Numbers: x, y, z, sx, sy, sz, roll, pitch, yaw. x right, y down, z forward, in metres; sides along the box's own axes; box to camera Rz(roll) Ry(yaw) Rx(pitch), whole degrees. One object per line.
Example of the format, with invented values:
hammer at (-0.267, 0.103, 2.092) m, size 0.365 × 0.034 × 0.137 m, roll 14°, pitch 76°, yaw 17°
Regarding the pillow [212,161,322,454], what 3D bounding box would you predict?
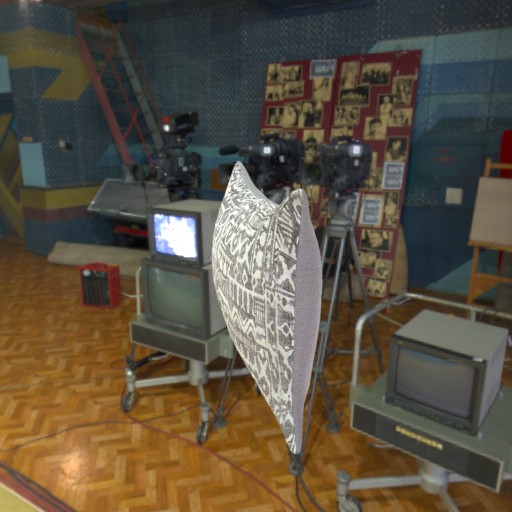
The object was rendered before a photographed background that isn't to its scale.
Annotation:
pillow at (0.000, 0.000, 0.750) m, size 0.148 × 0.290 × 0.631 m, roll -2°, pitch 15°, yaw -8°
